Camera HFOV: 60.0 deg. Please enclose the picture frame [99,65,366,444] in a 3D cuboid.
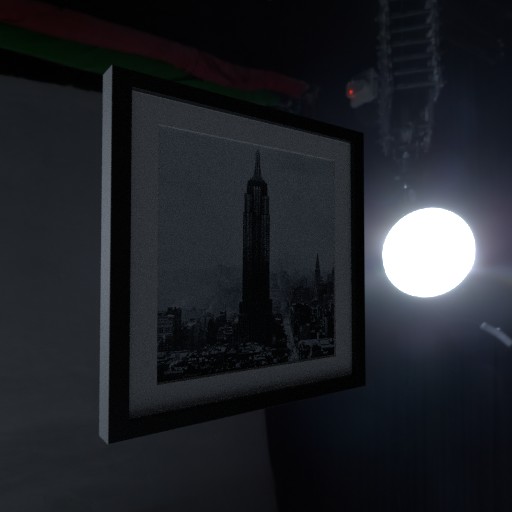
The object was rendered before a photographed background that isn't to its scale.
[{"bbox_3d":[0.000,0.000,0.527,0.355,0.353,0.029,1,-2,-36],"label":"picture frame"}]
